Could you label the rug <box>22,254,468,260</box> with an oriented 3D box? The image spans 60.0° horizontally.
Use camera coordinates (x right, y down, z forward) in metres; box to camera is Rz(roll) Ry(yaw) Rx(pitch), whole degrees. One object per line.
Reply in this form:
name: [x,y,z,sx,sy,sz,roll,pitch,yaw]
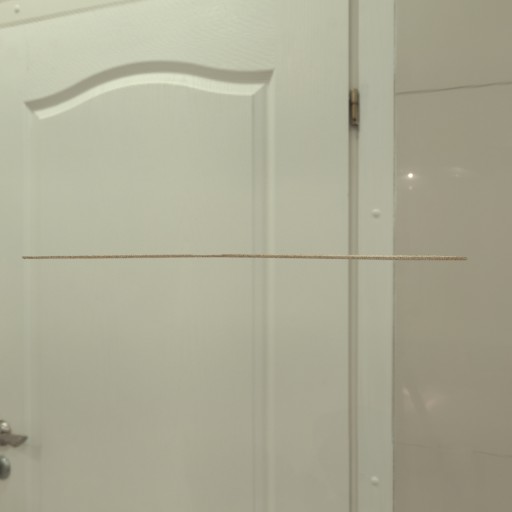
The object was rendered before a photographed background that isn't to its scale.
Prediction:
rug: [0.000,0.000,2.940,2.346,0.029,1.574,0,0,17]
